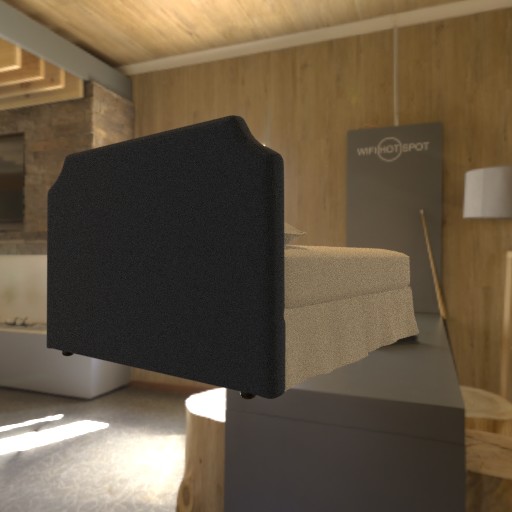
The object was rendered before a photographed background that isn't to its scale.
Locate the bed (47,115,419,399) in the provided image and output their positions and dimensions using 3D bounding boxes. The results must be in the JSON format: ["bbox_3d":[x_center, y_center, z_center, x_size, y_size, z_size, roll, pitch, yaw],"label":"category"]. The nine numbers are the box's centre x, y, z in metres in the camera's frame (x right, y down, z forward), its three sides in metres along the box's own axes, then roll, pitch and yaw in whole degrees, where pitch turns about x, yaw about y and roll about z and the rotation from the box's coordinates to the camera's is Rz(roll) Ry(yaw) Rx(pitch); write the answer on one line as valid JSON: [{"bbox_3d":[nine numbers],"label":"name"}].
[{"bbox_3d":[0.000,0.000,3.309,1.831,1.297,2.260,0,0,36],"label":"bed"}]
